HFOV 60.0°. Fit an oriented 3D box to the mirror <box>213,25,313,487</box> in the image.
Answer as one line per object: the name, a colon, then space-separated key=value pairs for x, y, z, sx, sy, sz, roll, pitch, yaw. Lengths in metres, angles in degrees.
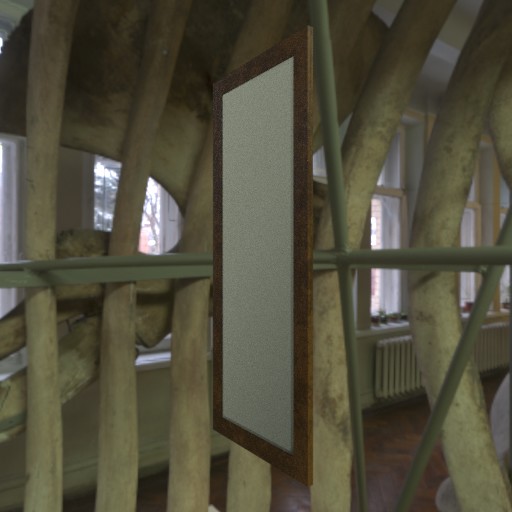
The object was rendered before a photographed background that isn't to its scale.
mirror: x=0.000 y=0.000 z=2.286 sx=0.032 sy=2.031 sz=0.812 roll=0 pitch=0 yaw=-36
